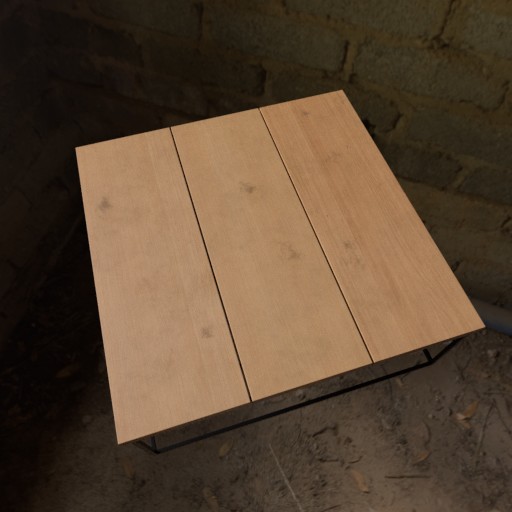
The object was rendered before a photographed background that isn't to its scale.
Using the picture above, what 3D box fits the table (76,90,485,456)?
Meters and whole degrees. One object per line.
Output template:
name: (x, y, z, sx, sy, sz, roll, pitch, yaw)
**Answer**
table: (0.000, 0.000, 1.683, 1.100, 0.400, 1.100, -15, 61, -9)
